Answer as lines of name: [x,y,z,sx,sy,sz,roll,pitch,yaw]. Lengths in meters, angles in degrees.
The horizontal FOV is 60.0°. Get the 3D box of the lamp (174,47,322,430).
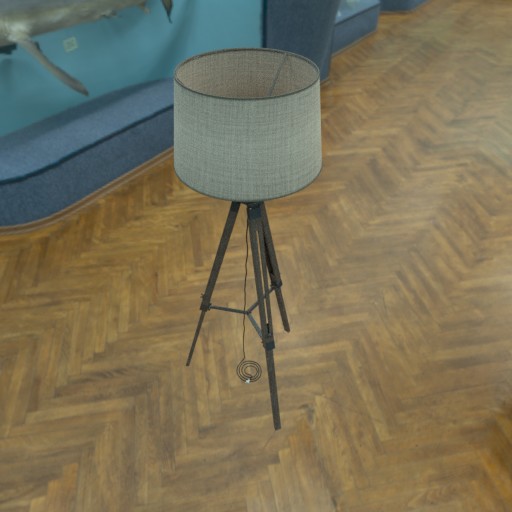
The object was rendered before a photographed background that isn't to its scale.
lamp: [0.000,0.000,1.815,0.604,1.510,0.587,26,48,26]
